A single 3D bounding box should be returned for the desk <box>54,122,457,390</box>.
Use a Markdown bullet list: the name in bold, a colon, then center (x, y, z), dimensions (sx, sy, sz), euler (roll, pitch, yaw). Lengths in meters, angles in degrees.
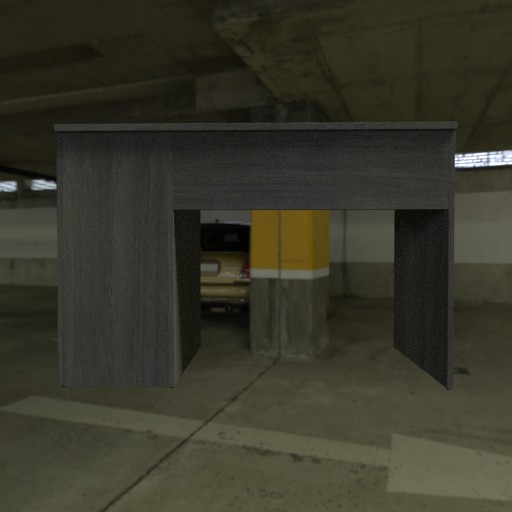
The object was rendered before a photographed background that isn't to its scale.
- **desk**: center (0.000, 0.000, 1.487), dimensions (1.096, 0.730, 0.560), euler (0, 1, 1)
